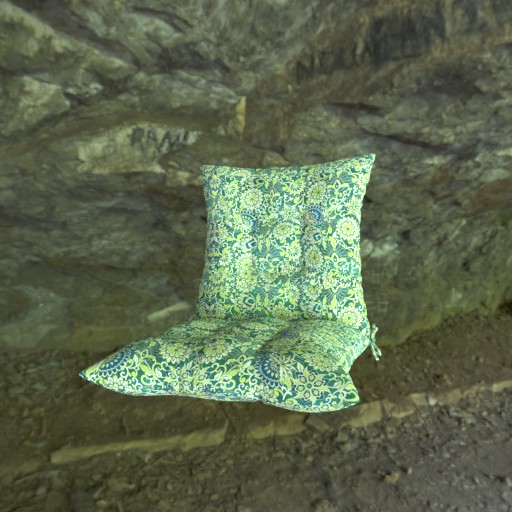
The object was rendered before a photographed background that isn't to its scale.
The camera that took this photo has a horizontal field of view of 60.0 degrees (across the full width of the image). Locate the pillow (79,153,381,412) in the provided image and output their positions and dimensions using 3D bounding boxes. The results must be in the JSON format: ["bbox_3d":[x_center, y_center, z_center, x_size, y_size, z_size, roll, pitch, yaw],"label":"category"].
[{"bbox_3d":[0.000,0.000,1.008,0.541,0.536,0.585,0,0,17],"label":"pillow"}]
